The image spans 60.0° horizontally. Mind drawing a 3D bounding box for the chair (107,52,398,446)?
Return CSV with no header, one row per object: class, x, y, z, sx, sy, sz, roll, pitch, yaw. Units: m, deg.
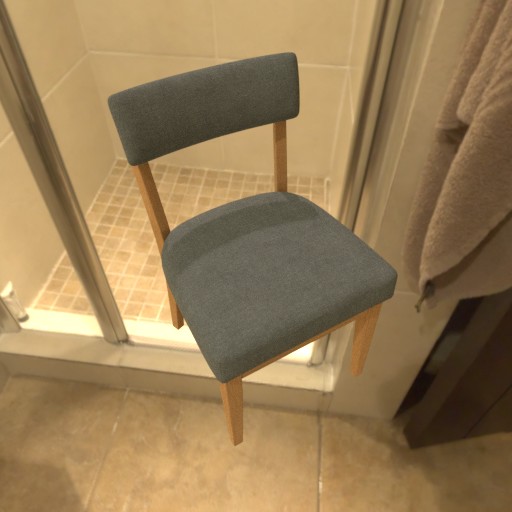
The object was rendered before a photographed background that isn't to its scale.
chair,0.000,0.000,1.193,0.508,0.832,0.572,-23,50,-20
